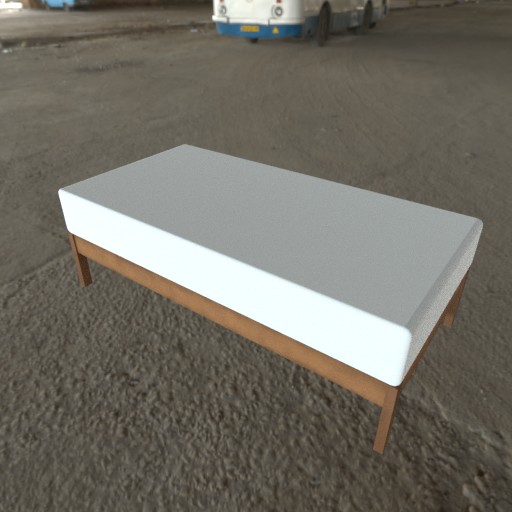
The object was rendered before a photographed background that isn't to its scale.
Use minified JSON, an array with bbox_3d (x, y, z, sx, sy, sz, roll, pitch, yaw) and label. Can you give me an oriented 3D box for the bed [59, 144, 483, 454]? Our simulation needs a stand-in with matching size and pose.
[{"bbox_3d":[0.000,0.000,2.339,1.902,0.616,0.961,21,38,30],"label":"bed"}]
